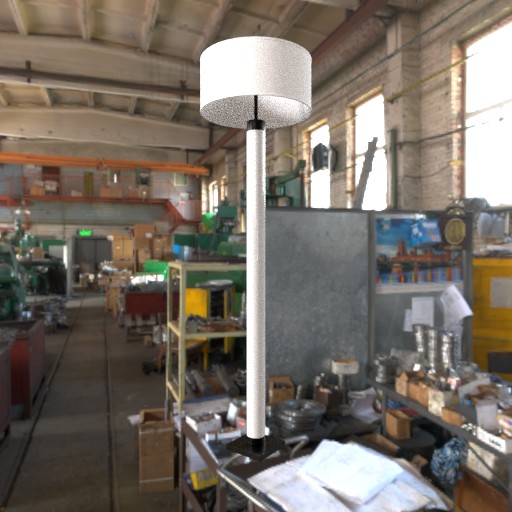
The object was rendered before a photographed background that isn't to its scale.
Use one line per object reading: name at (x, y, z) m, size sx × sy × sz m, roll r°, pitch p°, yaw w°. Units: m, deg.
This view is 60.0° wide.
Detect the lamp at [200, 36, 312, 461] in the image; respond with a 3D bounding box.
lamp at (0.000, 0.000, 1.685) m, size 0.420 × 1.475 × 0.420 m, roll 1°, pitch 1°, yaw 37°
